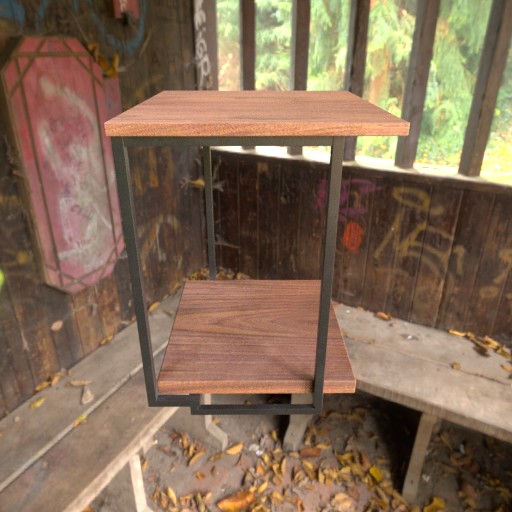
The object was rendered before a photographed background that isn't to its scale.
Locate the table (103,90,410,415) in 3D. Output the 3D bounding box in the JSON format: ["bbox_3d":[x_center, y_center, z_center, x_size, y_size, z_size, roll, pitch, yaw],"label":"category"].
[{"bbox_3d":[0.000,0.000,0.861,0.384,0.567,0.411,0,26,0],"label":"table"}]
